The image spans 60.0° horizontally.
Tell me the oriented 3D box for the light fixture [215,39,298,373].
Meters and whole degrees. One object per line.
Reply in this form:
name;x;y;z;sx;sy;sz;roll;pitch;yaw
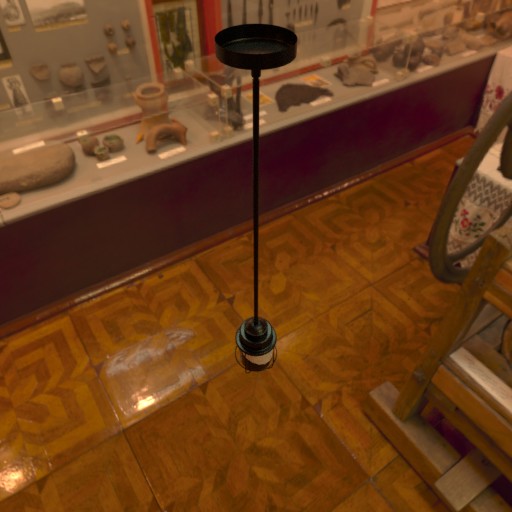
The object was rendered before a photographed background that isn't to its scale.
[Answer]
light fixture;0.000;0.000;0.984;0.123;0.920;0.123;-24;50;-22
